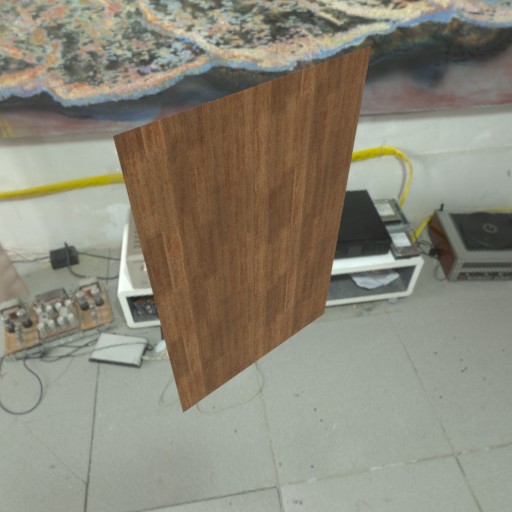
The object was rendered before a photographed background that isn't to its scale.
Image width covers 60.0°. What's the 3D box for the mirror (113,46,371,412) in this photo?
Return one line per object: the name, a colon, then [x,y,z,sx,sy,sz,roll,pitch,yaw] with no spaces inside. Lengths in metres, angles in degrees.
mirror: [0.000,0.000,1.255,0.651,1.010,0.047,-30,52,-26]
